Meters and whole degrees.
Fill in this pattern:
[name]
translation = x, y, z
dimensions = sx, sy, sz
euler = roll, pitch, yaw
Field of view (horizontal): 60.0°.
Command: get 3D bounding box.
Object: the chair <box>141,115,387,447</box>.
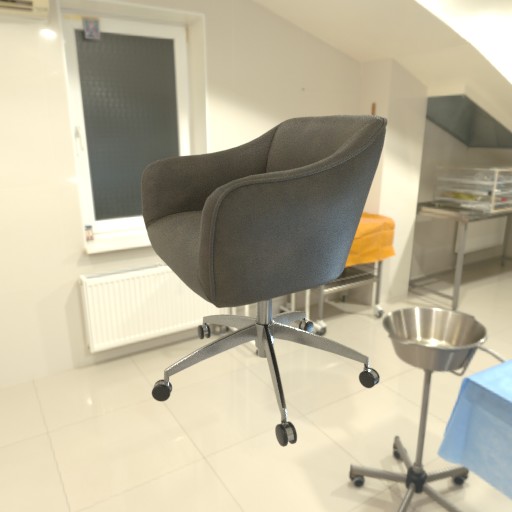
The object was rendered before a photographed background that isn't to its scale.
[chair]
translation = 0.000, 0.000, 1.355
dimensions = 0.689, 0.827, 0.713
euler = -8, 18, -24
